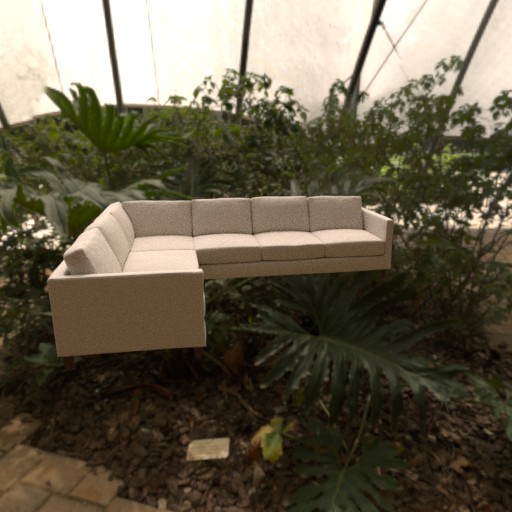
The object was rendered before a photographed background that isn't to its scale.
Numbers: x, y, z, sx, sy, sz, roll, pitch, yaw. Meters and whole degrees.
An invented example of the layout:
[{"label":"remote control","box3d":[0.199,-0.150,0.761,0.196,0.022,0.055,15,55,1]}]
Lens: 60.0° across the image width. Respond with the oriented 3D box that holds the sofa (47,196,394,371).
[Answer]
[{"label":"sofa","box3d":[0.000,0.000,4.329,3.182,0.863,2.432,-3,16,-10]}]
